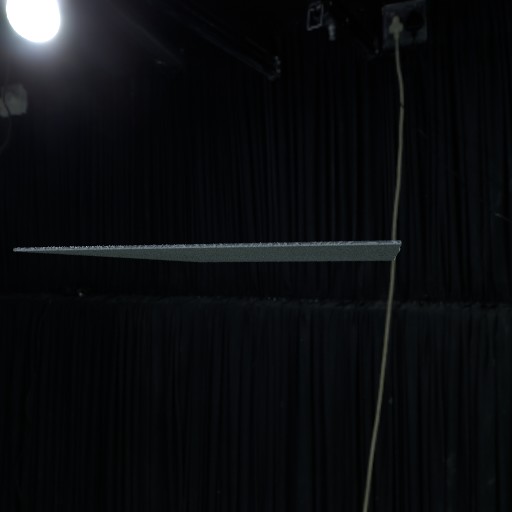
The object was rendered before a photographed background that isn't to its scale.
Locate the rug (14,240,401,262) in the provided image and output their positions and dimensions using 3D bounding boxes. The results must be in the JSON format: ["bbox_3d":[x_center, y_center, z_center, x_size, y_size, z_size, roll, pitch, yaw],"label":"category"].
[{"bbox_3d":[0.000,0.000,4.035,2.456,0.021,3.042,-1,-2,17],"label":"rug"}]
